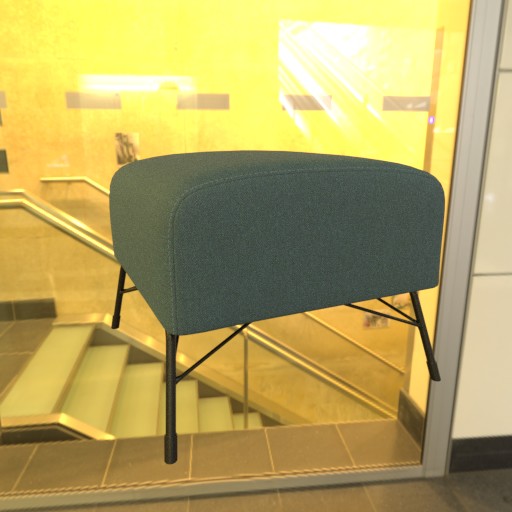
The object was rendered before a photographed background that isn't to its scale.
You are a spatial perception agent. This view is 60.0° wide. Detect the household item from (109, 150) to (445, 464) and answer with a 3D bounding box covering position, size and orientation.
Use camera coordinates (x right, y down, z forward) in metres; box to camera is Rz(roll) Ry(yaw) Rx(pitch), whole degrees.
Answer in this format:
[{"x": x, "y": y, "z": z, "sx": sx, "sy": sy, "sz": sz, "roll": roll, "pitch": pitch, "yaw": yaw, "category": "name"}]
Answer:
[{"x": 0.000, "y": 0.000, "z": 0.905, "sx": 0.530, "sy": 0.420, "sz": 0.530, "roll": -7, "pitch": 16, "yaw": -25, "category": "household item"}]
